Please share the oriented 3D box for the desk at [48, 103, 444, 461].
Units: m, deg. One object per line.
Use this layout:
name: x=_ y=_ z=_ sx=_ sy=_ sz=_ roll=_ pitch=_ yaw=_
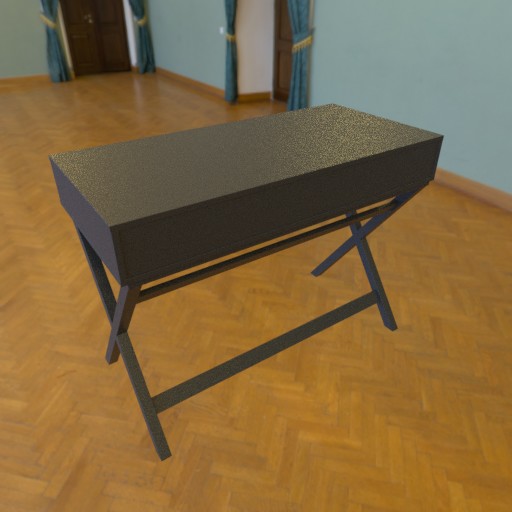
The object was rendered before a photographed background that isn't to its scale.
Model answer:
desk: x=0.000 y=0.000 z=1.513 sx=1.057 sy=0.780 sz=0.525 roll=-20 pitch=37 yaw=-29
